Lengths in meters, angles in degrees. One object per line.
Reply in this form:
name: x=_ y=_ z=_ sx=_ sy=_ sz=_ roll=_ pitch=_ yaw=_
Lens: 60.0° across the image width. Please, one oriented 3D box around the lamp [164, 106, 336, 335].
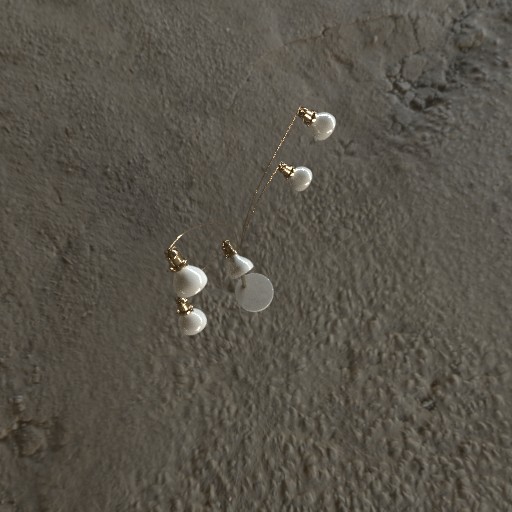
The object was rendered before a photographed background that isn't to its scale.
lamp: x=0.000 y=0.000 z=3.059 sx=0.361 sy=2.423 sz=1.405 roll=34 pitch=77 yaw=9
